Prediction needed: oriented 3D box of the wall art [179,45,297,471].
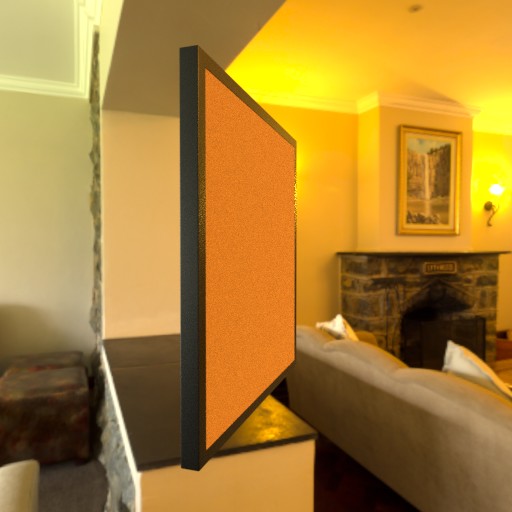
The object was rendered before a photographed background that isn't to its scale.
[{"bbox_3d":[0.000,0.000,1.152,0.038,0.761,0.755,0,1,19],"label":"wall art"}]
